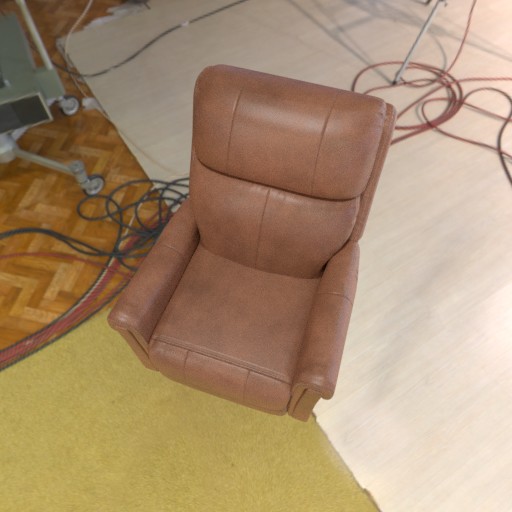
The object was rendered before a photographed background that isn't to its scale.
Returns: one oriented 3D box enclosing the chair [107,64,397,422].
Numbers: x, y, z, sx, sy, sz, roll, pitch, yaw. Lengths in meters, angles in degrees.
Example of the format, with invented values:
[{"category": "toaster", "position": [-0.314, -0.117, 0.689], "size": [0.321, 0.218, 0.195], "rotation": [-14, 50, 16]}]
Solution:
[{"category": "chair", "position": [0.000, 0.000, 1.775], "size": [0.838, 1.054, 1.014], "rotation": [16, 60, 9]}]
